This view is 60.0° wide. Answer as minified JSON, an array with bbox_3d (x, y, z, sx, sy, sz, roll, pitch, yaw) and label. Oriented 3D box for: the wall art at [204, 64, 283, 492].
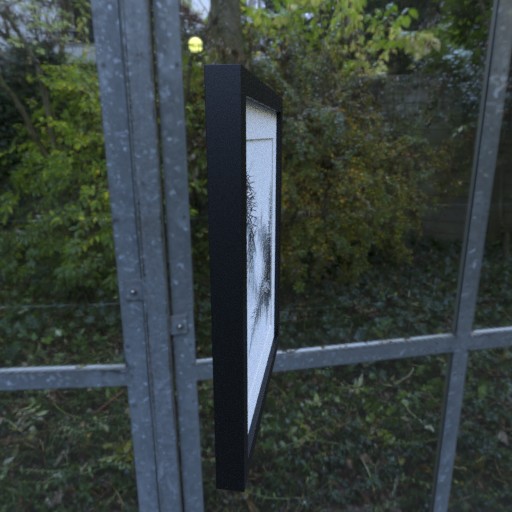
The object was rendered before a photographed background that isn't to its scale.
[{"bbox_3d":[0.000,0.000,0.532,0.028,0.380,0.325,2,15,8],"label":"wall art"}]
